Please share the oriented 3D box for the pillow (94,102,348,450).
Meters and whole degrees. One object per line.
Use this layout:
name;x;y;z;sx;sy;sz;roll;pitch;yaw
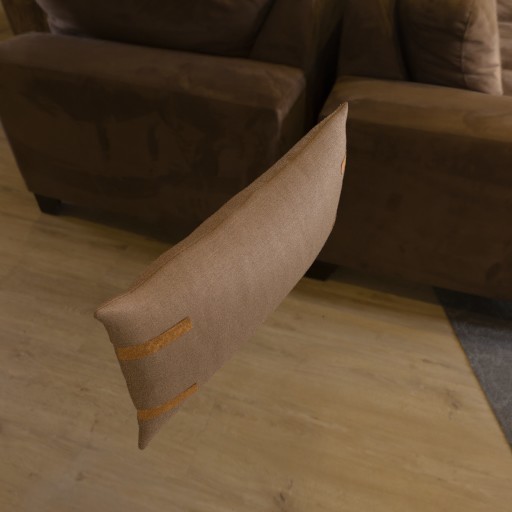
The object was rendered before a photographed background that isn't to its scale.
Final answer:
pillow;0.000;0.000;0.734;0.148;0.308;0.612;24;48;24
